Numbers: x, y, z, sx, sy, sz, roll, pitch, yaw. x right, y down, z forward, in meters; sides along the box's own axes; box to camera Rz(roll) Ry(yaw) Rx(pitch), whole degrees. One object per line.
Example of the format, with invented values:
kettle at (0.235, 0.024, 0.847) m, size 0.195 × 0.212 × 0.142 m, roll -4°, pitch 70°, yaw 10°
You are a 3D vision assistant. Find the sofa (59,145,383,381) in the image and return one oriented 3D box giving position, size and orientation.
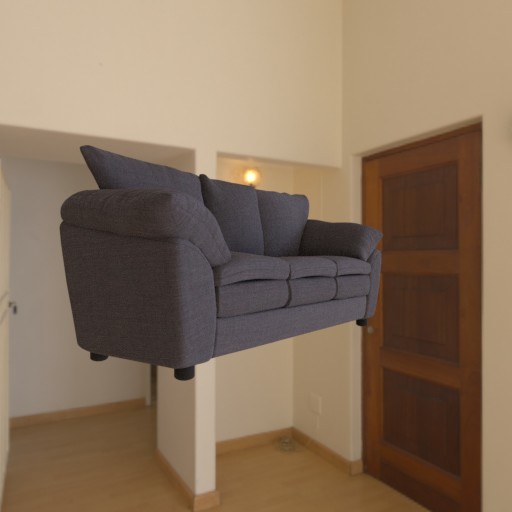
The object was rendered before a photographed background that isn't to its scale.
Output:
sofa at (0.000, 0.000, 2.878) m, size 0.883 × 1.080 × 2.336 m, roll 0°, pitch -1°, yaw 36°
